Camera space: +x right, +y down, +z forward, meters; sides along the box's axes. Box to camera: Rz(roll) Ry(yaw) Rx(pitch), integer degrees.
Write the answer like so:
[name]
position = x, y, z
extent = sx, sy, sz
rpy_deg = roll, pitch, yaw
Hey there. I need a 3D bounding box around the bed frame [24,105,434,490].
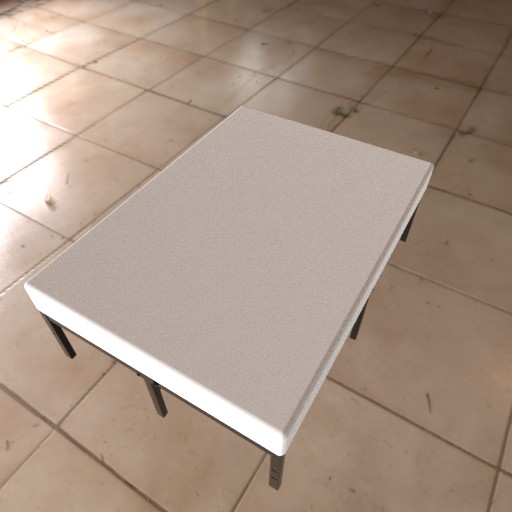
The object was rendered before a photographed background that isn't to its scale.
[bed frame]
position = 0.000, 0.000, 2.637
extent = 1.408, 0.659, 1.956
rpy_deg = 24, 52, 20
